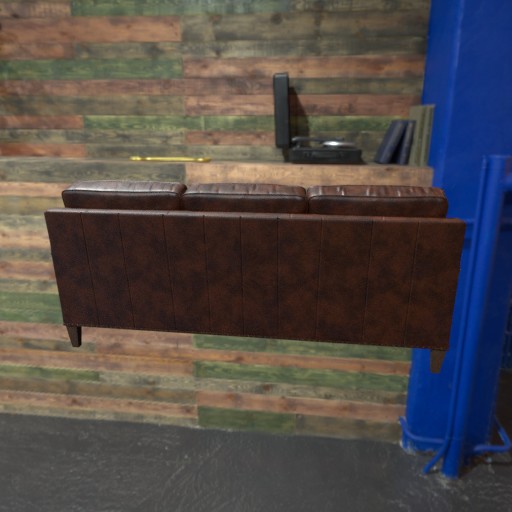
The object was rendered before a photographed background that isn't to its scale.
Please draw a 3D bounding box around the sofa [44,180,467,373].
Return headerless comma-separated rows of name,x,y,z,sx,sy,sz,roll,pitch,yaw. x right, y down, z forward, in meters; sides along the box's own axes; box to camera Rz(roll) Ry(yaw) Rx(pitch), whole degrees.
sofa,0.000,0.000,2.827,2.240,1.003,1.084,2,16,8
